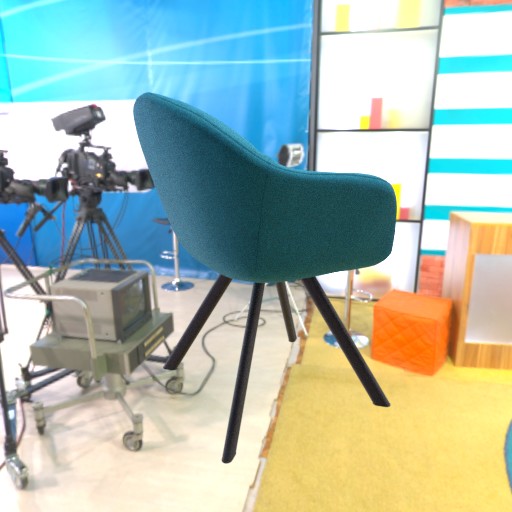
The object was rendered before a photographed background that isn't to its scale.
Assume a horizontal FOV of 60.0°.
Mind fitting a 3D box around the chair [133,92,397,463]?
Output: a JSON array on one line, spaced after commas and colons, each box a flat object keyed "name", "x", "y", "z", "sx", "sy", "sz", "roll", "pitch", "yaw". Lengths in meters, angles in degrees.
[{"name": "chair", "x": 0.000, "y": 0.000, "z": 1.155, "sx": 0.565, "sy": 0.775, "sz": 0.545, "roll": -7, "pitch": 16, "yaw": -26}]
